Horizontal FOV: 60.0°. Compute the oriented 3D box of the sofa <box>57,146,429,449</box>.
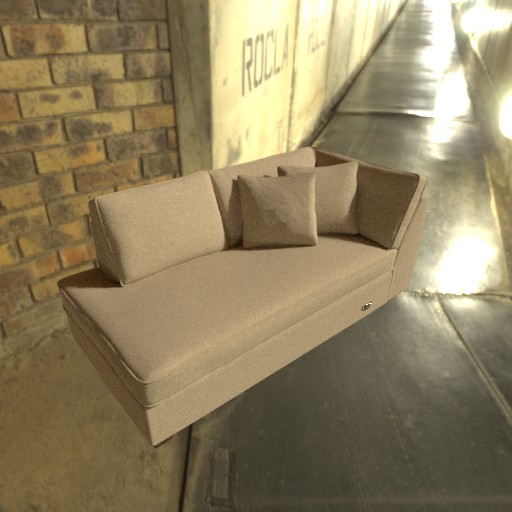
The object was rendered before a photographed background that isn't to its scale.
[{"bbox_3d":[0.000,0.000,2.892,2.237,1.033,1.110,-22,37,-33],"label":"sofa"}]
